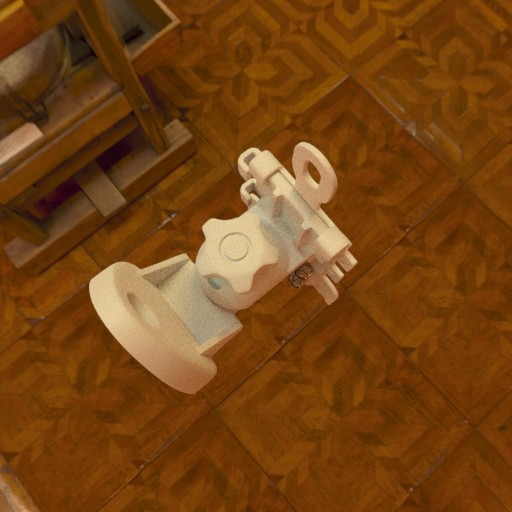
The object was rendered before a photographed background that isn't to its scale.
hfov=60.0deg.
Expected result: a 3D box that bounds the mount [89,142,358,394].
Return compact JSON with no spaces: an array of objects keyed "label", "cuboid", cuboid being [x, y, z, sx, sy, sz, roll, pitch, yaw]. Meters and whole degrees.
[{"label":"mount","cuboid":[0.000,0.000,0.174,0.100,0.118,0.066,-38,79,-8]}]
